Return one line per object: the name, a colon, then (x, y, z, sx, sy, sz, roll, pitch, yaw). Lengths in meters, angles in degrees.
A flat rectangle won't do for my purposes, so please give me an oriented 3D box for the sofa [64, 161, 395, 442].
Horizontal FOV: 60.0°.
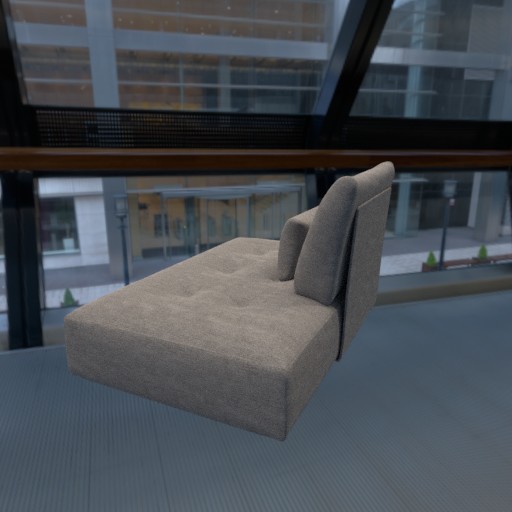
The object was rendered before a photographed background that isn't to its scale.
sofa: (0.000, 0.000, 2.082, 1.002, 0.820, 1.450, 7, 17, 25)
